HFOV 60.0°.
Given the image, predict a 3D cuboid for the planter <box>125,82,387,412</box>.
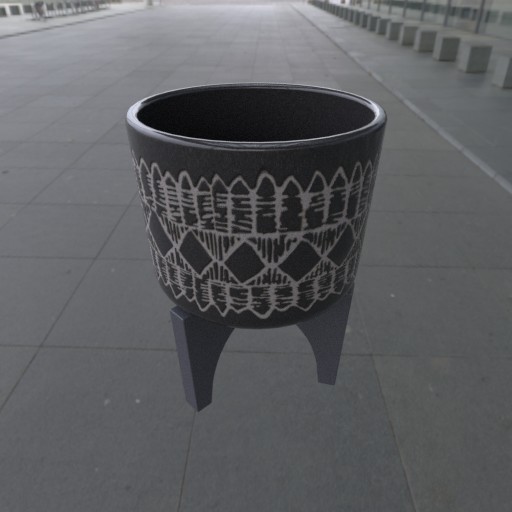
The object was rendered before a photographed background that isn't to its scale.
[{"bbox_3d":[0.000,0.000,0.270,0.129,0.177,0.129,0,31,0],"label":"planter"}]
